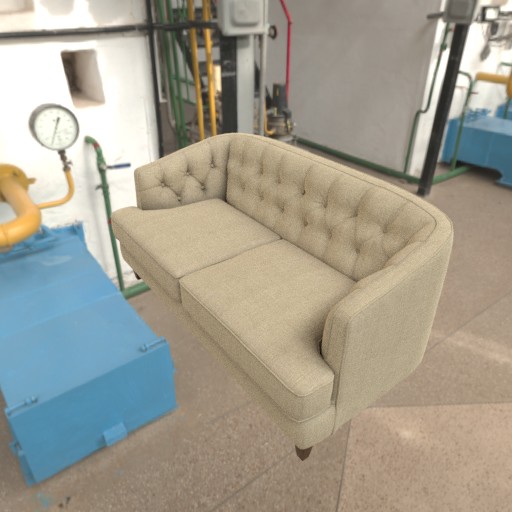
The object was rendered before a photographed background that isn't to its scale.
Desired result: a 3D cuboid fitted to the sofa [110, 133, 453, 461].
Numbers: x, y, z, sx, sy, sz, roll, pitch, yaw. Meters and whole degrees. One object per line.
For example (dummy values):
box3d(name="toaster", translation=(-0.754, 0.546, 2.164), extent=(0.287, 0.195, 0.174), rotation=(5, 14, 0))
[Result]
box3d(name="sofa", translation=(0.000, 0.000, 2.282), extent=(0.941, 0.855, 1.733), rotation=(-21, 37, -31))
